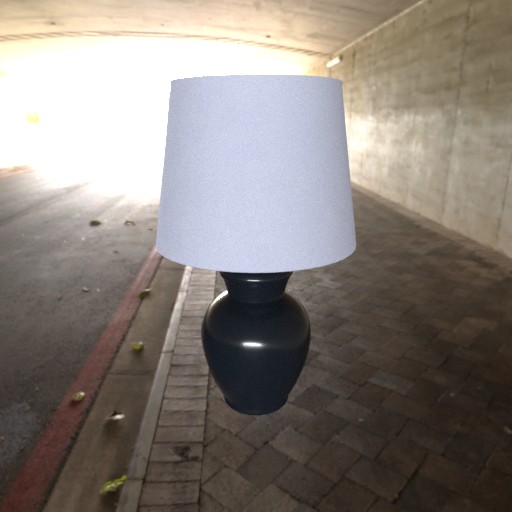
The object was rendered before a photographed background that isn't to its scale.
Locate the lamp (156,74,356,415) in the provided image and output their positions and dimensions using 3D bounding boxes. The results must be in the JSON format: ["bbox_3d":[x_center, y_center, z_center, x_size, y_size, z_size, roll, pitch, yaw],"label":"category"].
[{"bbox_3d":[0.000,0.000,0.547,0.239,0.399,0.239,0,17,0],"label":"lamp"}]
